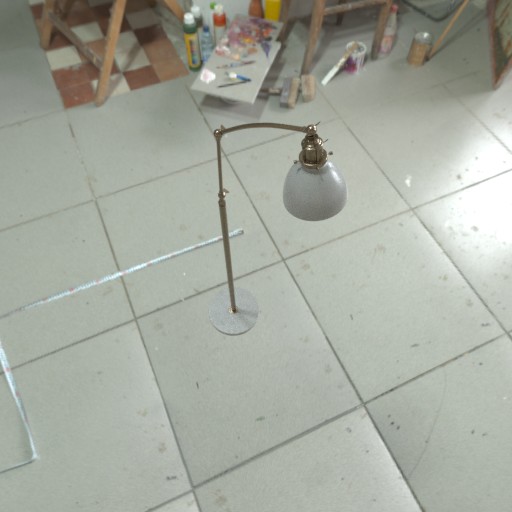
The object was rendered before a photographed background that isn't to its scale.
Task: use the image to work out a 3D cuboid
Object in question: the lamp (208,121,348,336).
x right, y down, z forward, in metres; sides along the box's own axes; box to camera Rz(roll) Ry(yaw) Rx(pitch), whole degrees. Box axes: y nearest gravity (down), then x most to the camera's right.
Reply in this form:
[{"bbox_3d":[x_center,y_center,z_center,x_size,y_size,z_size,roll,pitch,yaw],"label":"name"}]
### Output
[{"bbox_3d":[0.000,0.000,1.801,0.599,1.586,0.288,32,65,17],"label":"lamp"}]
